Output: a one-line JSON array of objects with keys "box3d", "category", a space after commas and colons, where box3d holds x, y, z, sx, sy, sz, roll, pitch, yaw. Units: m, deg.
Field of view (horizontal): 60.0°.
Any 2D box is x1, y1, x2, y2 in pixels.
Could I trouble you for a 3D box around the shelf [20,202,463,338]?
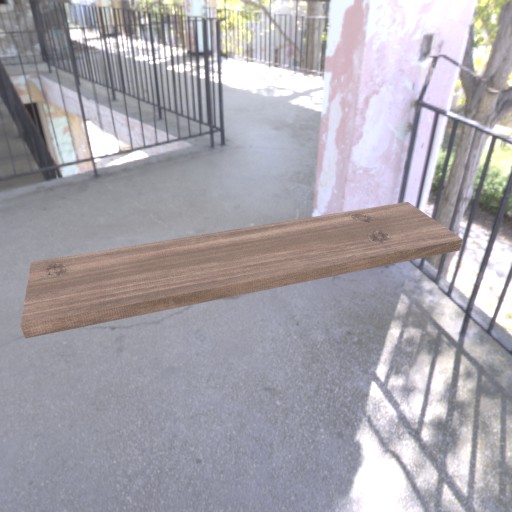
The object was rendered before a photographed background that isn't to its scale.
[{"box3d": [0.000, 0.000, 0.645, 0.610, 0.020, 0.140, -10, 34, -16], "category": "shelf"}]
